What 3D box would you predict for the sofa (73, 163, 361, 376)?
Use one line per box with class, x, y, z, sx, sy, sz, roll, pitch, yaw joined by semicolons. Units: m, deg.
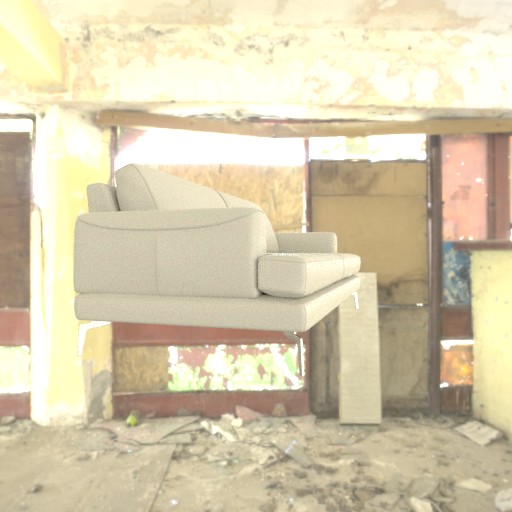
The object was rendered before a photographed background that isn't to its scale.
sofa;0.000;0.000;2.458;0.974;0.765;1.940;0;0;18
